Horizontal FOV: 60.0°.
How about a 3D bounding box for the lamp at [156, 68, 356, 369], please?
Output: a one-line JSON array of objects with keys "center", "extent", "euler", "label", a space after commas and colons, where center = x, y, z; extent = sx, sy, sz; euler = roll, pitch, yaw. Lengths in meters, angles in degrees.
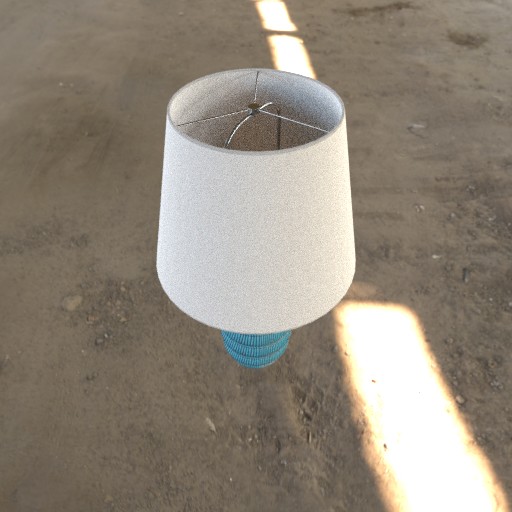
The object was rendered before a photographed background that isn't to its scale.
[{"center": [0.000, 0.000, 0.806], "extent": [0.355, 0.582, 0.355], "euler": [0, 45, 0], "label": "lamp"}]
